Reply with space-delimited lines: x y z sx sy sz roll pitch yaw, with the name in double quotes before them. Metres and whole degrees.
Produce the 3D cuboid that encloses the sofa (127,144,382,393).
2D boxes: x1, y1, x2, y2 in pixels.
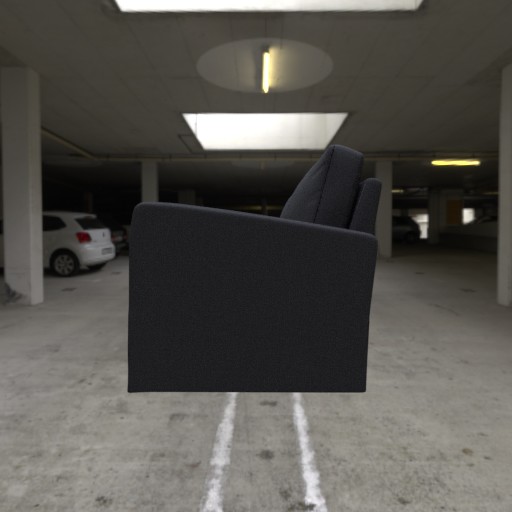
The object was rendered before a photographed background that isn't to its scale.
"sofa" 0.000 0.000 2.344 0.898 0.839 1.852 0 2 1
